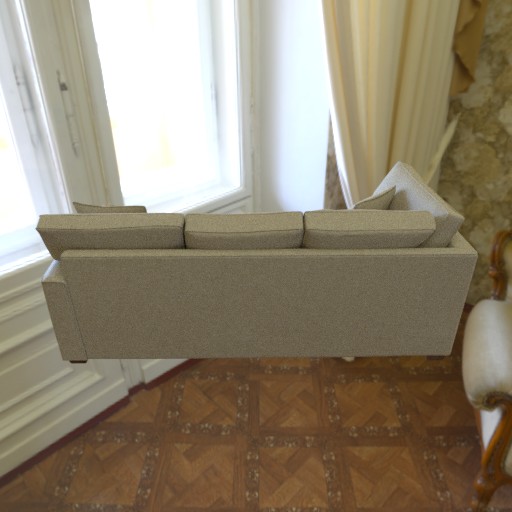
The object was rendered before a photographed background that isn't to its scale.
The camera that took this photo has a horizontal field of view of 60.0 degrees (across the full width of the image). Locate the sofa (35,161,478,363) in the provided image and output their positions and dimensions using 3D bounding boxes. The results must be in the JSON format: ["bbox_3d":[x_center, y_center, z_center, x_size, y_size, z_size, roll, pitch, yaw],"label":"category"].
[{"bbox_3d":[0.000,0.000,2.877,2.323,0.948,1.053,0,30,-1],"label":"sofa"}]
